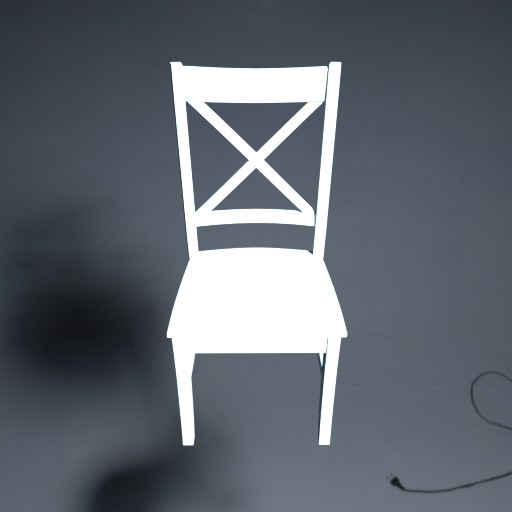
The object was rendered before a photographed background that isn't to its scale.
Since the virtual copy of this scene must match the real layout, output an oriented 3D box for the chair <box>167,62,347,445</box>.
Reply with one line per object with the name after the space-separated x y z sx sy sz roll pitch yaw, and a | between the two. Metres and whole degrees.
0.000 0.000 1.287 0.485 0.983 0.542 0 30 0 | chair
